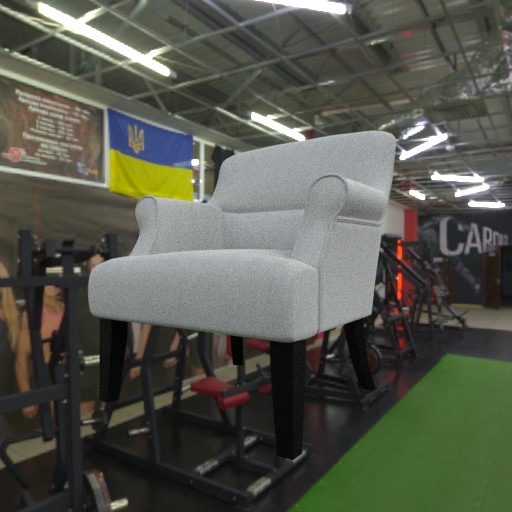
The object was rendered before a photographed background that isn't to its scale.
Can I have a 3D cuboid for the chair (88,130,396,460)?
[{"bbox_3d":[0.000,0.000,1.421,0.781,0.875,0.750,0,0,36],"label":"chair"}]
